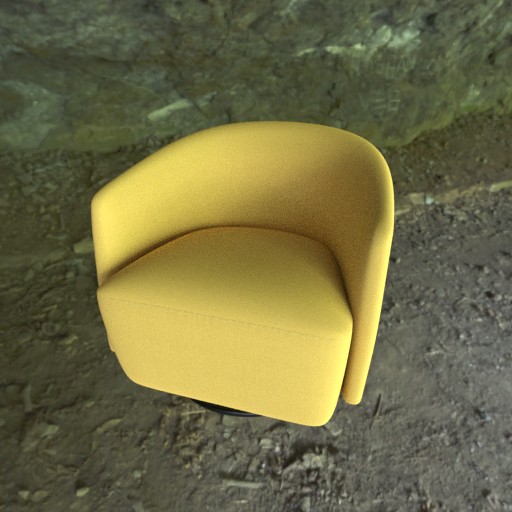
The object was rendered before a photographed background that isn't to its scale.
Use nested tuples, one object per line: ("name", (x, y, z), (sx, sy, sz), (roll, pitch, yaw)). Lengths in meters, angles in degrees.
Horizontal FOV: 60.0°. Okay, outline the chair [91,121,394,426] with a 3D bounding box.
("chair", (0.000, 0.000, 1.362), (0.773, 0.698, 0.767), (8, 27, 16))
